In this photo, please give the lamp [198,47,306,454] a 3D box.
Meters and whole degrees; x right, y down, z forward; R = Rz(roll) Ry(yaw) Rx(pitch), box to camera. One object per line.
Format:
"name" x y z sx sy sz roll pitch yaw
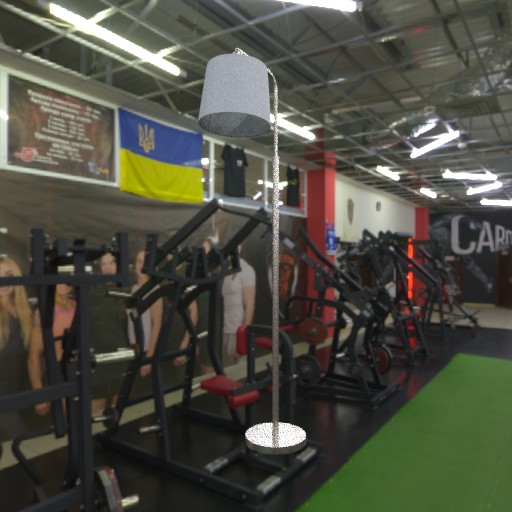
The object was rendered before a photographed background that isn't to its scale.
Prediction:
"lamp" 0.000 0.000 1.665 0.254 1.478 0.508 0 0 37
